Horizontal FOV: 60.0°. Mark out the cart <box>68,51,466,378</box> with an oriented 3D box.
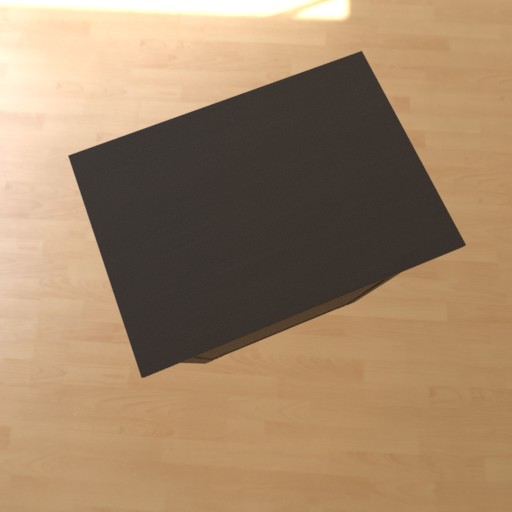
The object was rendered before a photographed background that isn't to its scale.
[{"bbox_3d":[0.000,0.000,1.273,0.660,0.879,0.456,-21,77,-5],"label":"cart"}]
